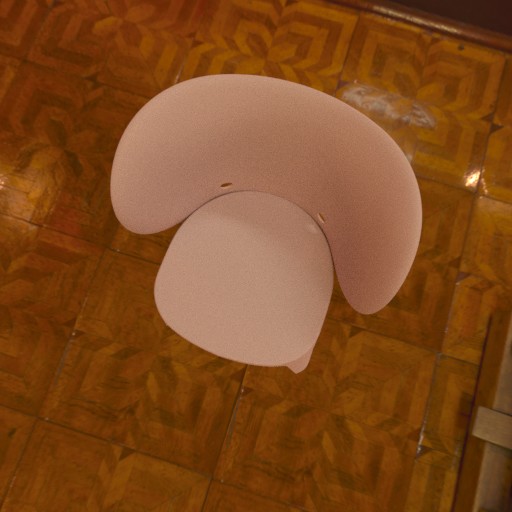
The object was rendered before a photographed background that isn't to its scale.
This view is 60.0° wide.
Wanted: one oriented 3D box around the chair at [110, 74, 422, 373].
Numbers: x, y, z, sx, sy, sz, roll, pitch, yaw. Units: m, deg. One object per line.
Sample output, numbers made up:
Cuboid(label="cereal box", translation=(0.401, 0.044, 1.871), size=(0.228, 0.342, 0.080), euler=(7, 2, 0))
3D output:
Cuboid(label="chair", translation=(0.000, 0.000, 0.857), size=(0.451, 0.554, 0.402), euler=(19, 78, 4))
